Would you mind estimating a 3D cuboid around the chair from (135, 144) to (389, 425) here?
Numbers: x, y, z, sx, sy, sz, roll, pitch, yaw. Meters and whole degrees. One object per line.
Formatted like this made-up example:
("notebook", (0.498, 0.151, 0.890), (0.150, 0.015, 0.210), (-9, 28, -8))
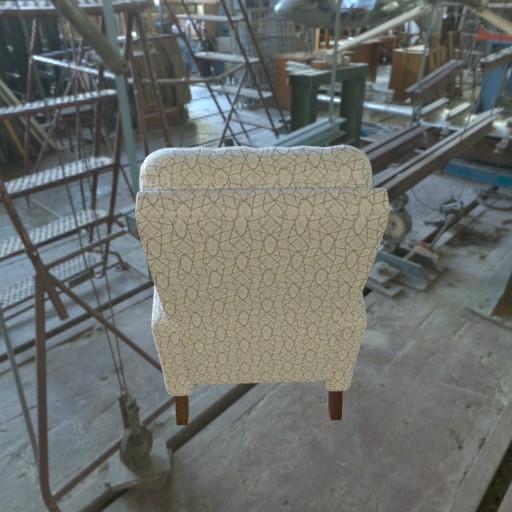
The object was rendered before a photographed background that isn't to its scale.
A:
("chair", (0.000, 0.000, 1.730), (0.796, 1.064, 0.995), (-1, 31, -2))
